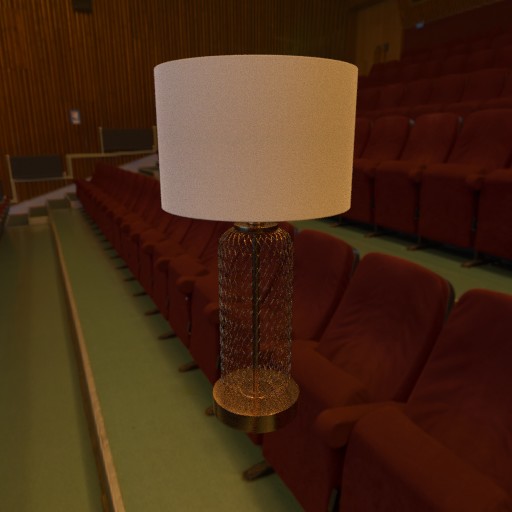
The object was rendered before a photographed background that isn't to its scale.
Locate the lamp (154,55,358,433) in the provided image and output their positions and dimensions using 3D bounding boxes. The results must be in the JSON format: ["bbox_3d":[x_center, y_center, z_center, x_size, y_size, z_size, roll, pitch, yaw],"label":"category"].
[{"bbox_3d":[0.000,0.000,0.625,0.252,0.483,0.252,-8,17,-26],"label":"lamp"}]
